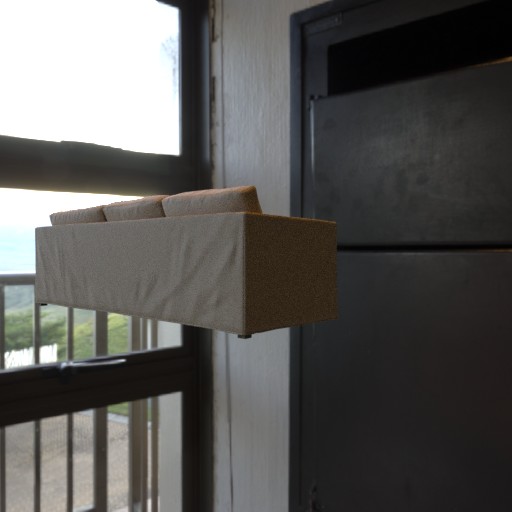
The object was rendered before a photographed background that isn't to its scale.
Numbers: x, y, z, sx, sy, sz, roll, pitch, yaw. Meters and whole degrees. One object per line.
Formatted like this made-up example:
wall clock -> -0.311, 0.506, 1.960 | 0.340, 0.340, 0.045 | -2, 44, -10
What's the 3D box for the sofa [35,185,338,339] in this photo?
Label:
sofa -> 0.000, 0.000, 4.334 | 2.432, 0.871, 3.182 | 0, 1, 39
